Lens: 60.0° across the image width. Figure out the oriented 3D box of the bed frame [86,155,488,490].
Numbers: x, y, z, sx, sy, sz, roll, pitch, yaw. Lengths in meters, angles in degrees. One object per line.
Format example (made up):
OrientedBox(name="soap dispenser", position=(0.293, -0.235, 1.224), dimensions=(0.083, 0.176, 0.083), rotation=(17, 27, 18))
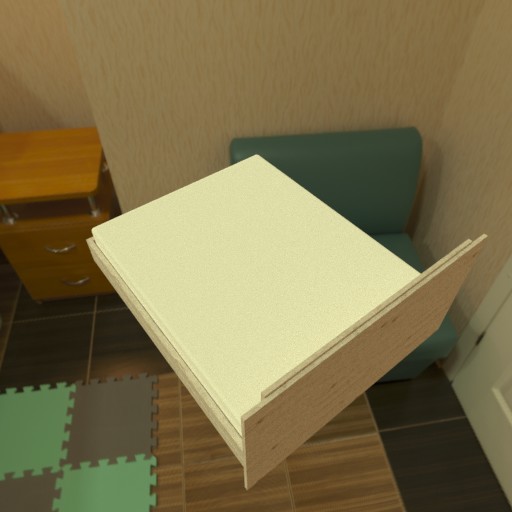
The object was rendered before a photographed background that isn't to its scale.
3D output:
OrientedBox(name="bed frame", position=(0.000, 0.000, 3.075), dimensions=(1.750, 0.970, 2.080), rotation=(-30, 54, -25))
